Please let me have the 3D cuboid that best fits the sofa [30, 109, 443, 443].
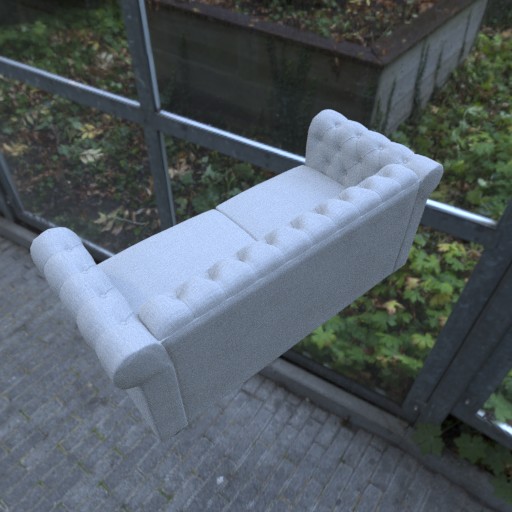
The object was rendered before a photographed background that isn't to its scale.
[{"bbox_3d":[0.000,0.000,2.229,1.798,0.797,0.783,-30,52,-27],"label":"sofa"}]
